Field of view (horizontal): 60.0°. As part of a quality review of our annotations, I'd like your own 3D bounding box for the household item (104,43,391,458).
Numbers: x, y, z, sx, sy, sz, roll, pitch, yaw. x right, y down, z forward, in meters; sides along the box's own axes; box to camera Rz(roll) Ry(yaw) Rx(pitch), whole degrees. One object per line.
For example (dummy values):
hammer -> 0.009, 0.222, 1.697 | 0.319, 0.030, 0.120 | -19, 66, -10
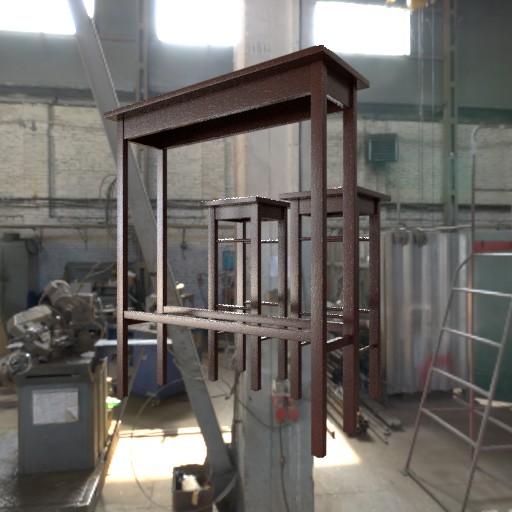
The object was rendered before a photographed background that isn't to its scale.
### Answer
household item -> 0.000, 0.000, 1.653 | 0.914, 1.067, 0.676 | 0, 0, 36
